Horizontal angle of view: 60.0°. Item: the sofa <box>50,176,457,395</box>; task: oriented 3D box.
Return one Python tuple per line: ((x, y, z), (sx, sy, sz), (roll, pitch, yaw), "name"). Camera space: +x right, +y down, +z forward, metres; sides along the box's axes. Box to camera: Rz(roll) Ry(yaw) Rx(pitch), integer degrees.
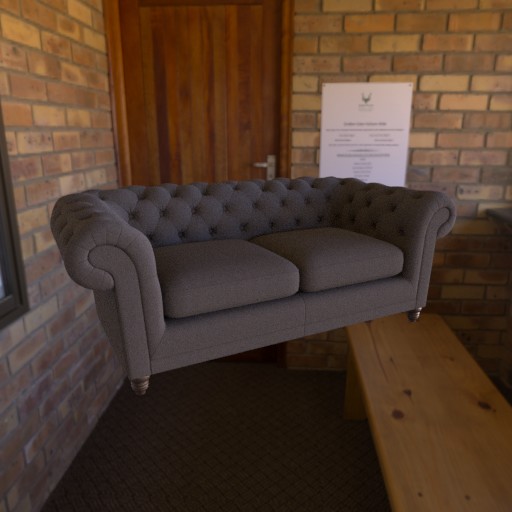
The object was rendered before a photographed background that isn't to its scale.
((0.000, 0.000, 2.442), (1.998, 0.764, 0.986), (-8, 17, -27), "sofa")
